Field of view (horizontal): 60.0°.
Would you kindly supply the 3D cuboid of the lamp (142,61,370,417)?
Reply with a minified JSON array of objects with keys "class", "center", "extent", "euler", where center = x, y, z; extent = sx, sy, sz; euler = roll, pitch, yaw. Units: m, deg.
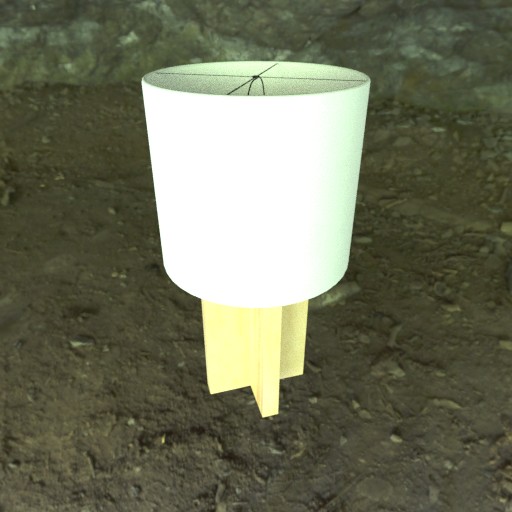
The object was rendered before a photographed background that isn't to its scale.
[{"class":"lamp","center":[0.000,0.000,0.560],"extent":[0.229,0.428,0.229],"euler":[-8,31,-14]}]
